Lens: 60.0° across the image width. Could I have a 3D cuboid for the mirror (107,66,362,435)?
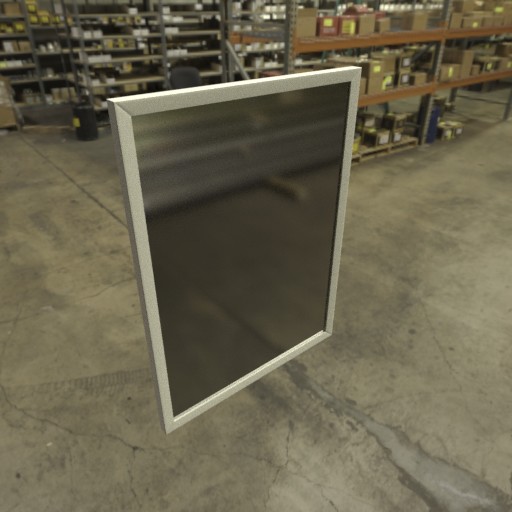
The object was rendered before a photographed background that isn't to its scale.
[{"bbox_3d":[0.000,0.000,1.362,0.762,1.016,0.040,-22,37,-33],"label":"mirror"}]
